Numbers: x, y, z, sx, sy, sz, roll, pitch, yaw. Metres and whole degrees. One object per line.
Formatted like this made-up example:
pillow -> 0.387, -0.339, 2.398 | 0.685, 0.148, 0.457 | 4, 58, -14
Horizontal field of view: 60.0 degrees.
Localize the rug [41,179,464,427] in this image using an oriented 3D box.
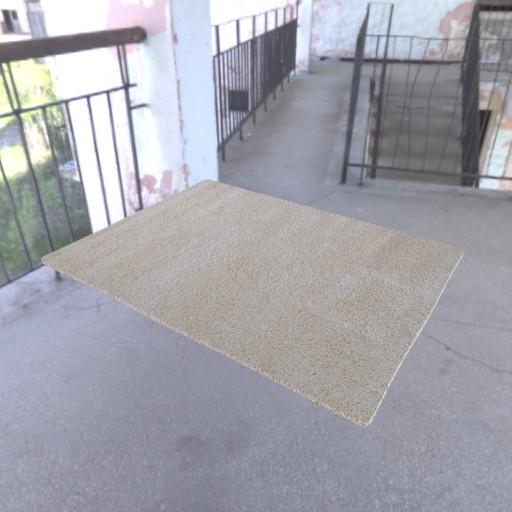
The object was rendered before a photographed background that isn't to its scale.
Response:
rug -> 0.000, 0.000, 2.079 | 1.600, 0.025, 1.199 | 20, 37, 29
